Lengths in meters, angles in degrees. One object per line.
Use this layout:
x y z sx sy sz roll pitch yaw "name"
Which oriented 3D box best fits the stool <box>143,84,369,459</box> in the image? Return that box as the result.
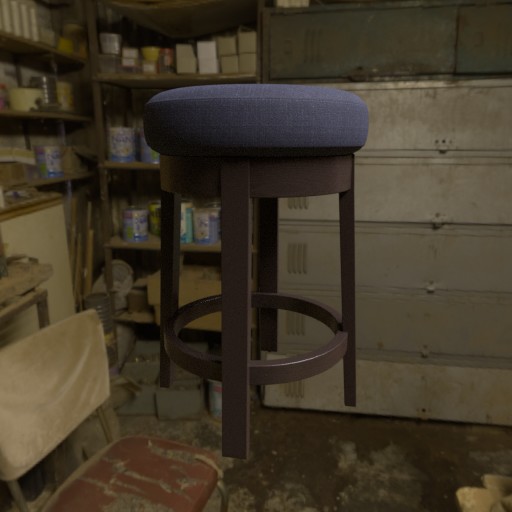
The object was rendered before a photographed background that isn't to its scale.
0.000 0.000 0.937 0.449 0.655 0.449 0 15 0 "stool"
